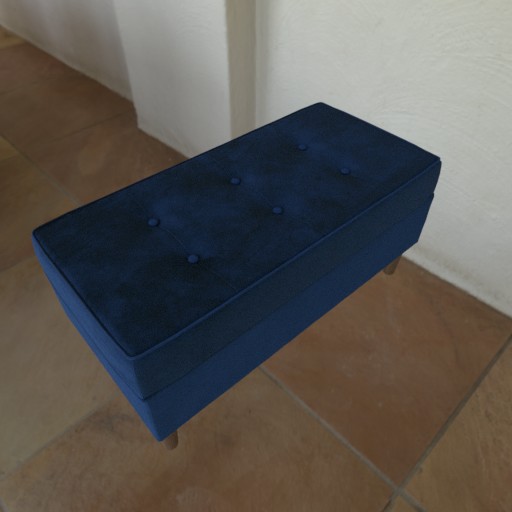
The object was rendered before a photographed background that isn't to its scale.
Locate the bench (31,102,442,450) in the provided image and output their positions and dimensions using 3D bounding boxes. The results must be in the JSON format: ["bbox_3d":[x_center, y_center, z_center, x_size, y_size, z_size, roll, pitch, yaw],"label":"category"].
[{"bbox_3d":[0.000,0.000,1.283,1.010,0.467,0.489,-32,53,-28],"label":"bench"}]
